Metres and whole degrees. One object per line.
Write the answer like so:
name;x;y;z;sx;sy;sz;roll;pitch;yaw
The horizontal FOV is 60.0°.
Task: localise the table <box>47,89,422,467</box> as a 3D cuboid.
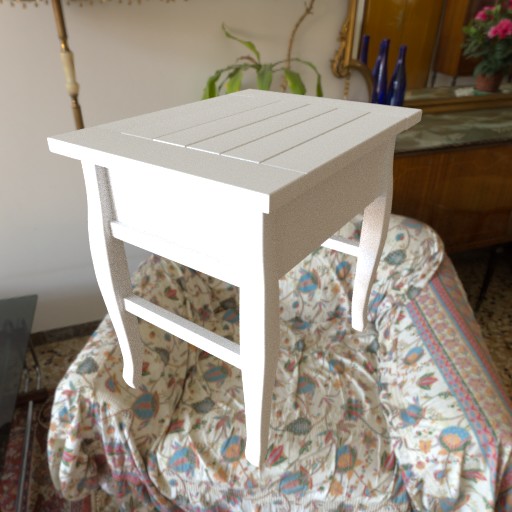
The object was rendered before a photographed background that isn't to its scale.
table;0.000;0.000;1.011;0.463;0.605;0.599;19;35;30
